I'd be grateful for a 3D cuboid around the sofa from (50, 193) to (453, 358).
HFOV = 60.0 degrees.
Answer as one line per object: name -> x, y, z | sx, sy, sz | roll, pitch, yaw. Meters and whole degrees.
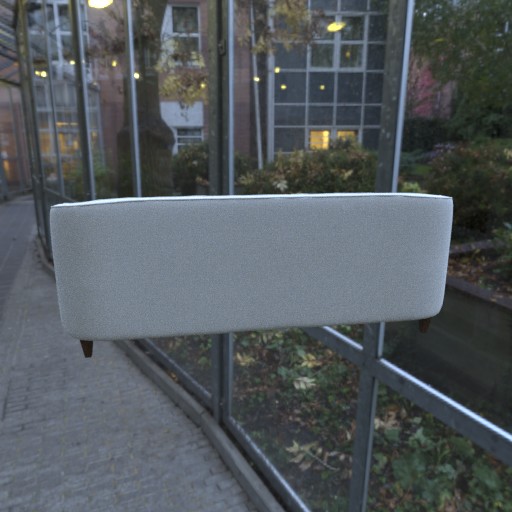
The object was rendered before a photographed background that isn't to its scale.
sofa -> 0.000, 0.000, 2.768 | 2.278, 0.855, 0.941 | -2, 15, -9
